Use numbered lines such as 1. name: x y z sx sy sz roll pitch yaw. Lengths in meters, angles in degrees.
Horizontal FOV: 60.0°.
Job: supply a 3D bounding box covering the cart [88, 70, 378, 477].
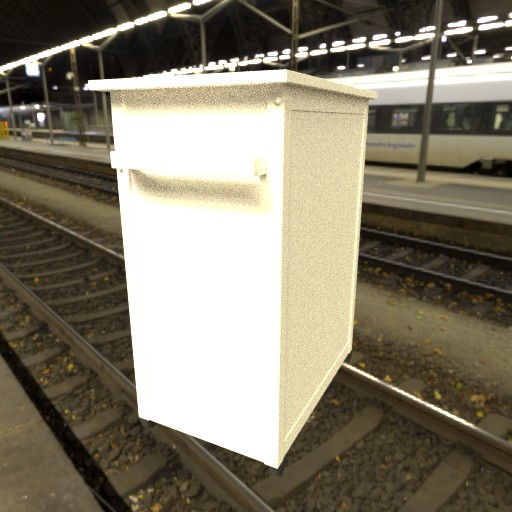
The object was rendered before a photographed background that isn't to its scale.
1. cart: 0.000 0.000 1.212 0.442 0.864 0.683 8 19 26
